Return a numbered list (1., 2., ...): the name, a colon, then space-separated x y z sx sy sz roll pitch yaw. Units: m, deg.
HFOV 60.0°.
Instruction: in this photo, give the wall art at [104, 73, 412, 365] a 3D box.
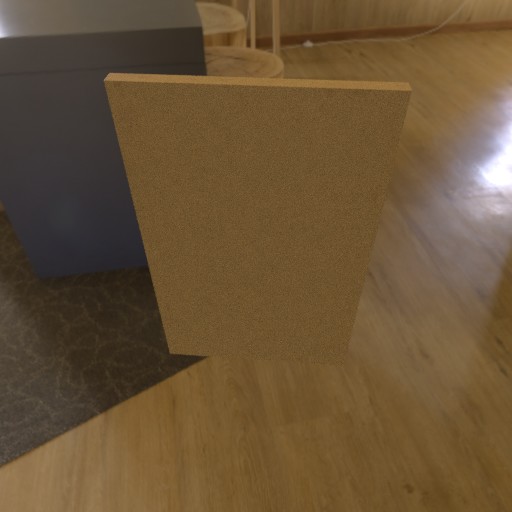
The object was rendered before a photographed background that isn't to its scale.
1. wall art: 0.000 0.000 1.020 0.510 0.810 0.039 3 45 3
